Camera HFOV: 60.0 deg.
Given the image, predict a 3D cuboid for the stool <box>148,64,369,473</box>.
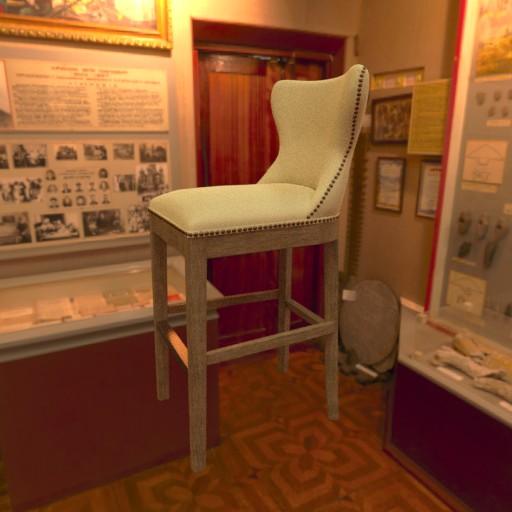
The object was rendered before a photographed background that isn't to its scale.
[{"bbox_3d":[0.000,0.000,1.436,0.606,1.123,0.494,-7,17,-25],"label":"stool"}]
